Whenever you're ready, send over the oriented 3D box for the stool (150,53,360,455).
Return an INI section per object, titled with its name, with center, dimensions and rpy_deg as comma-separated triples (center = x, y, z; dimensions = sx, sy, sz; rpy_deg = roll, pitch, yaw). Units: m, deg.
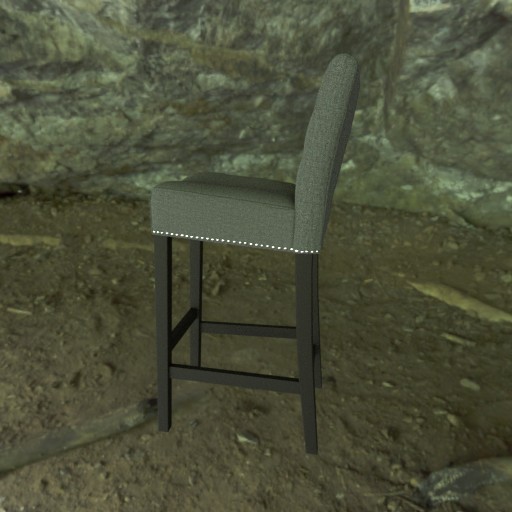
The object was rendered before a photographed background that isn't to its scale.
[stool]
center = 0.000, 0.000, 1.324
dimensions = 0.548, 1.047, 0.411
rpy_deg = 3, 16, 9
